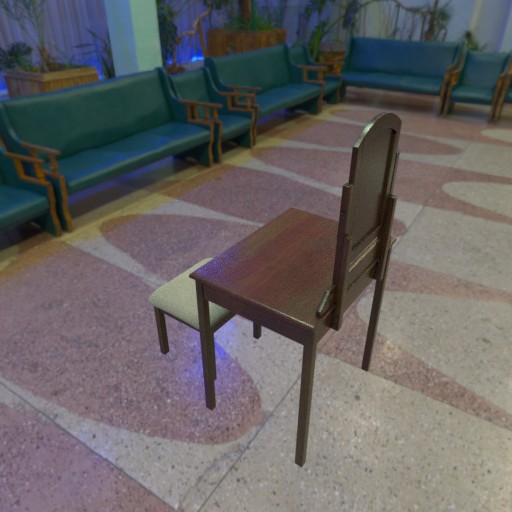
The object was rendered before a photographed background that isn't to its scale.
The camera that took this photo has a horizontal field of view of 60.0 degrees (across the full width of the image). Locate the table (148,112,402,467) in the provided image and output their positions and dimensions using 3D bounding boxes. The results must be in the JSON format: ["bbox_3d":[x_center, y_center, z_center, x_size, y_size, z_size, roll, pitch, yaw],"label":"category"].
[{"bbox_3d":[0.000,0.000,2.333,1.211,1.631,0.876,21,37,30],"label":"table"}]
